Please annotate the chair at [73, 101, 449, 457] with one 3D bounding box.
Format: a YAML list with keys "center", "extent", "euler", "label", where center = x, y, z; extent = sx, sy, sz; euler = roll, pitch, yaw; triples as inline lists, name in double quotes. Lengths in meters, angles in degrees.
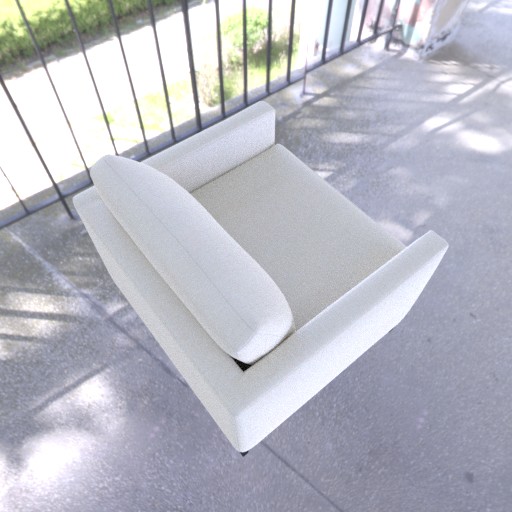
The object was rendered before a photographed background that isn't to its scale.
- center: [0.000, 0.000, 1.628]
  extent: [0.875, 0.806, 0.964]
  euler: [-33, 62, -21]
  label: "chair"
